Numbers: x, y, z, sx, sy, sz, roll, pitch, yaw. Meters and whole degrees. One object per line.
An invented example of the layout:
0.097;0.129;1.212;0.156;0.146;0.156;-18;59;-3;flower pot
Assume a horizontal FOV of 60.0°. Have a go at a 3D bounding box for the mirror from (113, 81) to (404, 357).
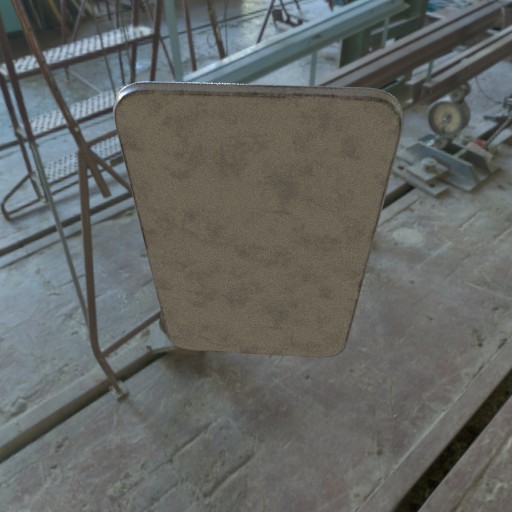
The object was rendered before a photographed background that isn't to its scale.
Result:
0.000;0.000;0.910;0.461;0.713;0.024;3;45;3;mirror
